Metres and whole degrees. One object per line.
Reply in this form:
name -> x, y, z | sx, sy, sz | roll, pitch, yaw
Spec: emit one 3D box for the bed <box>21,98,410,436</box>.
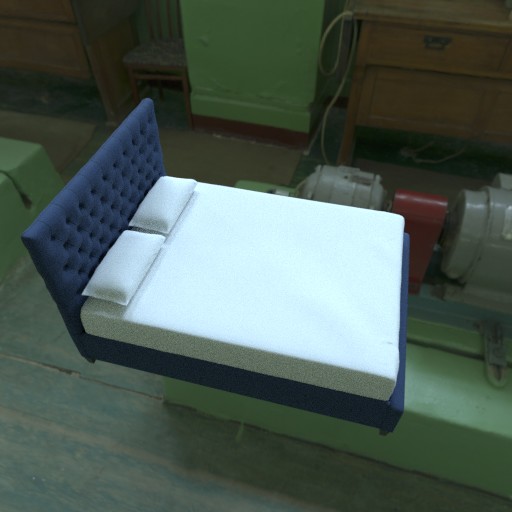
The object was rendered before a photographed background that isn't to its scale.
bed -> 0.000, 0.000, 3.367 | 2.387, 1.427, 1.706 | 11, 48, 10
